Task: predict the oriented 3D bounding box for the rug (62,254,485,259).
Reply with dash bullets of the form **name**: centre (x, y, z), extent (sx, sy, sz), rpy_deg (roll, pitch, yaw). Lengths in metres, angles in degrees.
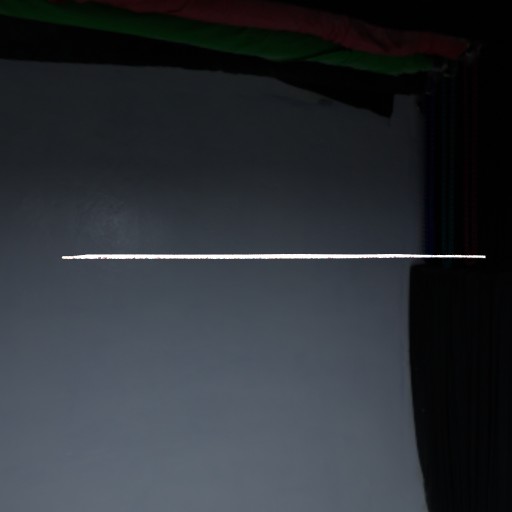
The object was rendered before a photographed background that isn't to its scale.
- **rug**: centre (0.000, 0.000, 4.295), extent (3.226, 0.024, 2.436), rpy_deg (0, 0, -18)
